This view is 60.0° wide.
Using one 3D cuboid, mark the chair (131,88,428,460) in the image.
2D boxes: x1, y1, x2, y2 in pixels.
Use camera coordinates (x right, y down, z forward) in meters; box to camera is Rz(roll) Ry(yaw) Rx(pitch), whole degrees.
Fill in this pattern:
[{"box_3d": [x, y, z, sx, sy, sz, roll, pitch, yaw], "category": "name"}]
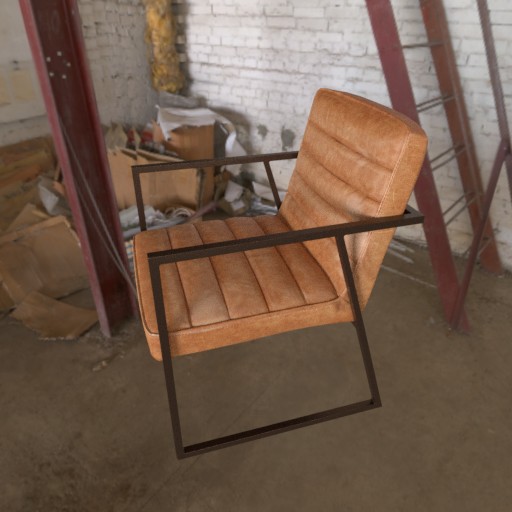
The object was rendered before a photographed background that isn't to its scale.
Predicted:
[{"box_3d": [0.000, 0.000, 1.272, 0.677, 0.832, 0.571, -9, 32, -14], "category": "chair"}]
